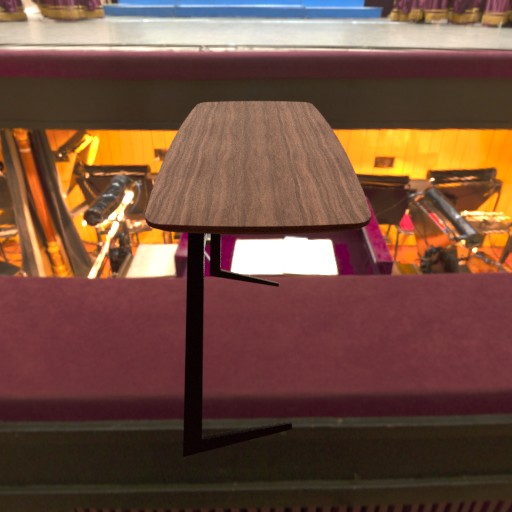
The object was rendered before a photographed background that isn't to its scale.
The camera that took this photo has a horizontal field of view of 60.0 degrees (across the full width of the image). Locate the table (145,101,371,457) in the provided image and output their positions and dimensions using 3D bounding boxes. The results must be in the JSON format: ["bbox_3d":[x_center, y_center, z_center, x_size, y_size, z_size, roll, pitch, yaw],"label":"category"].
[{"bbox_3d":[0.000,0.000,1.102,0.361,0.576,0.804,0,31,0],"label":"table"}]
